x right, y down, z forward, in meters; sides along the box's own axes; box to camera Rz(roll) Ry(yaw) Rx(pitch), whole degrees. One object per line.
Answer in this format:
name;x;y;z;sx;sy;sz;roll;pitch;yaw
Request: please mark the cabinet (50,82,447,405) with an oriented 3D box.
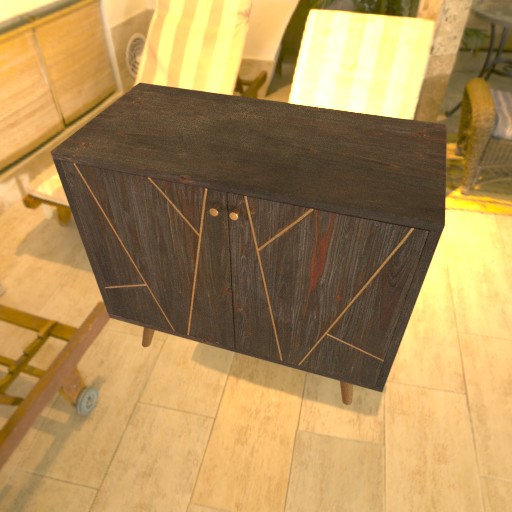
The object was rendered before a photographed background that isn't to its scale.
cabinet;0.000;0.000;1.555;1.023;0.897;0.529;12;45;13
